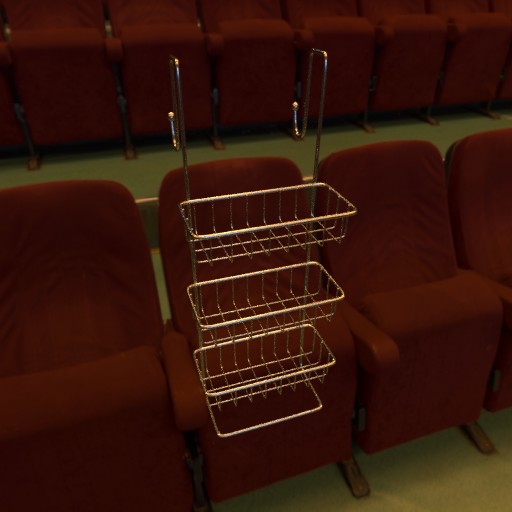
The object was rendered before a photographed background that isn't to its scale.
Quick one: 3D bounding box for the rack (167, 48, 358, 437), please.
[{"bbox_3d":[0.000,0.000,0.690,0.228,0.574,0.202,-10,33,-16],"label":"rack"}]
